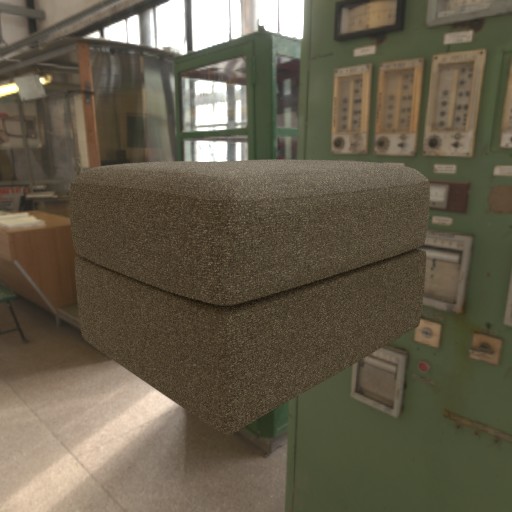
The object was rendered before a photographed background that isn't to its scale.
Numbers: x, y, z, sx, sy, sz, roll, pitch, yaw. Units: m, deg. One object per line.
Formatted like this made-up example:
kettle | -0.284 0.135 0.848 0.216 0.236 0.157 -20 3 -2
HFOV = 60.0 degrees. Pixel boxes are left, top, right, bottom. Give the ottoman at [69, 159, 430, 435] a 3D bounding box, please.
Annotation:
ottoman | 0.000 0.000 1.134 0.742 0.476 0.598 -13 18 -43
